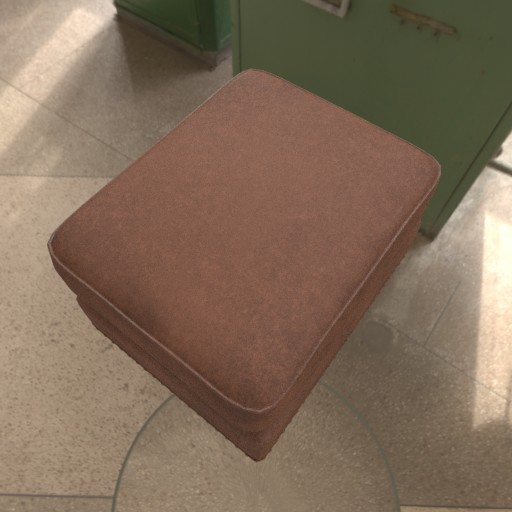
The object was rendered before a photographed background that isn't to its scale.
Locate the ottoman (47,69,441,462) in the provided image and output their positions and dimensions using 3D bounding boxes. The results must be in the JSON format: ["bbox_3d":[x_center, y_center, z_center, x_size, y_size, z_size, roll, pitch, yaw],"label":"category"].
[{"bbox_3d":[0.000,0.000,1.116,0.589,0.537,0.738,34,66,17],"label":"ottoman"}]
